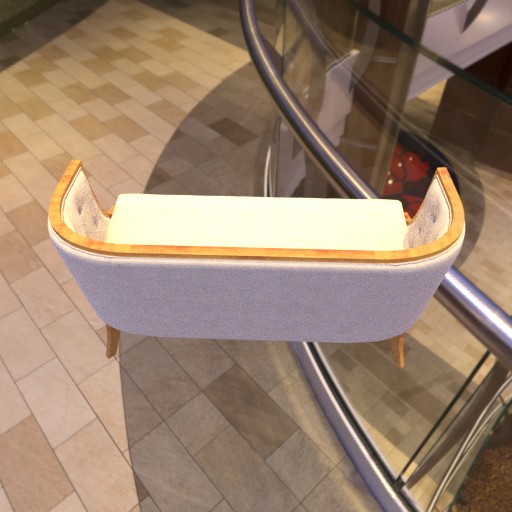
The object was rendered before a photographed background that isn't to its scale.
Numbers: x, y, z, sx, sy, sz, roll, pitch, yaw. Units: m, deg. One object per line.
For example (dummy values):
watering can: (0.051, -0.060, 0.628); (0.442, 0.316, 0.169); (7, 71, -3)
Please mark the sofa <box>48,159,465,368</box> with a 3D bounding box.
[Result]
sofa: (0.000, 0.000, 1.903); (1.474, 0.775, 0.770); (1, 46, 1)
